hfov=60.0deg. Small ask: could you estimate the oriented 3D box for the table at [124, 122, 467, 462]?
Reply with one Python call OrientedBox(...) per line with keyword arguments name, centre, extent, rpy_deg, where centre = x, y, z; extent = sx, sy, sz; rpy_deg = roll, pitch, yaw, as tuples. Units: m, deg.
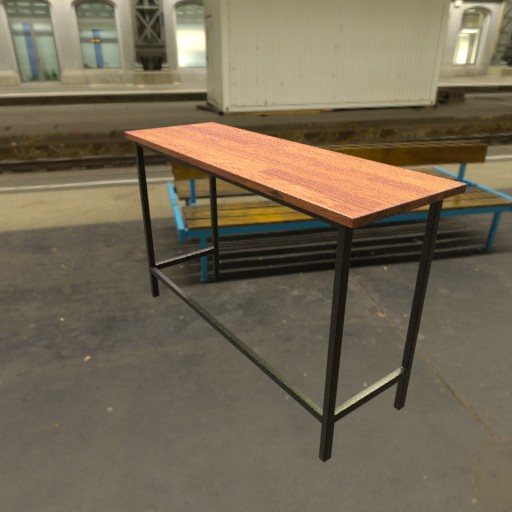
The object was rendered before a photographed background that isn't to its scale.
OrientedBox(name="table", centre=(0.000, 0.000, 1.579), extent=(0.408, 0.740, 1.204), rpy_deg=(-18, 31, -32))
